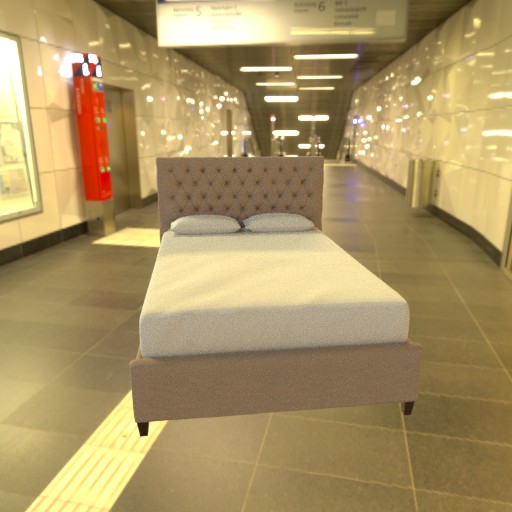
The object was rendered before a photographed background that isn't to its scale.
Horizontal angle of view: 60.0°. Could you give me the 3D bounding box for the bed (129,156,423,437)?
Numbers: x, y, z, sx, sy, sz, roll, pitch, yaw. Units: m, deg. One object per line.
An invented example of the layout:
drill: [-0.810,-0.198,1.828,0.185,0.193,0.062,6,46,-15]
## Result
bed: [0.000,0.000,3.533,1.698,1.427,2.387,-2,16,-7]
